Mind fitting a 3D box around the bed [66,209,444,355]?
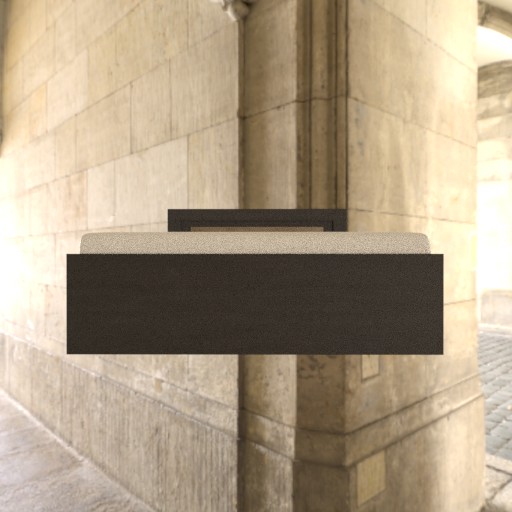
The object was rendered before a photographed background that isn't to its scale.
[{"bbox_3d":[0.000,0.000,2.898,1.585,0.823,2.073,0,0,0],"label":"bed"}]
